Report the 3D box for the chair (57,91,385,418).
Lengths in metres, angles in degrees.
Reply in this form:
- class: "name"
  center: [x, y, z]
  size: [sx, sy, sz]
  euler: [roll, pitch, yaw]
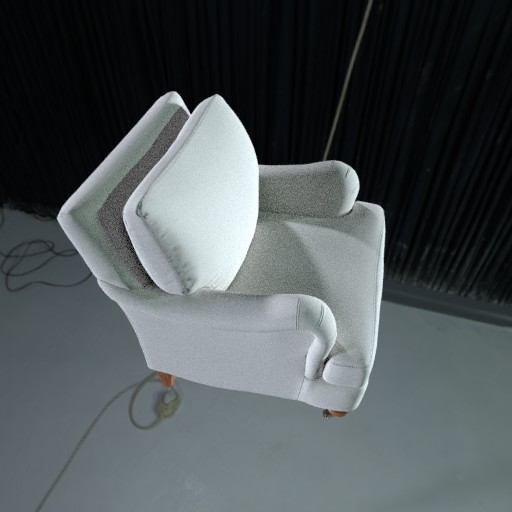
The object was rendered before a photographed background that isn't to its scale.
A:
- class: "chair"
  center: [0.000, 0.000, 1.888]
  size: [1.070, 1.038, 0.955]
  euler: [10, 46, 10]
